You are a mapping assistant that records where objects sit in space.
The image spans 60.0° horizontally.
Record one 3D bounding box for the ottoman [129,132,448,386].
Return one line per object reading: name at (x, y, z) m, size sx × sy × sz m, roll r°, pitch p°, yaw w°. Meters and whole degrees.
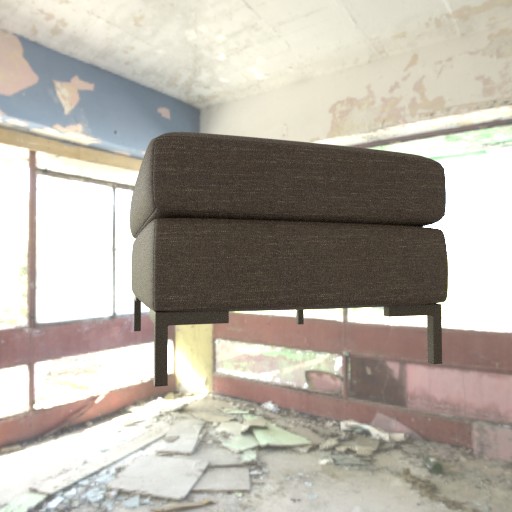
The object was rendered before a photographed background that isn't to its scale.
ottoman at (0.000, 0.000, 1.251) m, size 0.671 × 0.490 × 0.820 m, roll 1°, pitch -2°, yaw -18°
